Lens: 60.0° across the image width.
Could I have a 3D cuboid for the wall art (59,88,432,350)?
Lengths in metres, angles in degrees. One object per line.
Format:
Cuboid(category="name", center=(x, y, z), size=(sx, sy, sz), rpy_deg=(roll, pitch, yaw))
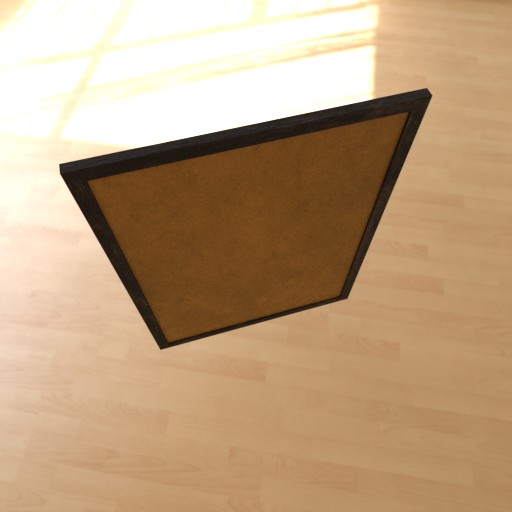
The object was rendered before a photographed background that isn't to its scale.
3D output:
Cuboid(category="wall art", center=(0.000, 0.000, 1.396), size=(0.812, 1.066, 0.029), rpy_deg=(-14, 61, -8))
